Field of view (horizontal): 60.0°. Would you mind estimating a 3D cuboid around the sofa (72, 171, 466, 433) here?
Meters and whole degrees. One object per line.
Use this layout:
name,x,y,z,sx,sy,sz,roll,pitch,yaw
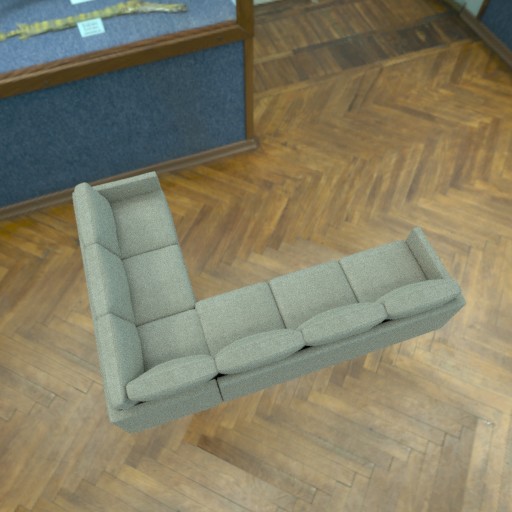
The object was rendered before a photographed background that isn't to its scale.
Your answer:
sofa,0.000,0.000,4.605,3.333,0.934,2.522,-16,62,-9
